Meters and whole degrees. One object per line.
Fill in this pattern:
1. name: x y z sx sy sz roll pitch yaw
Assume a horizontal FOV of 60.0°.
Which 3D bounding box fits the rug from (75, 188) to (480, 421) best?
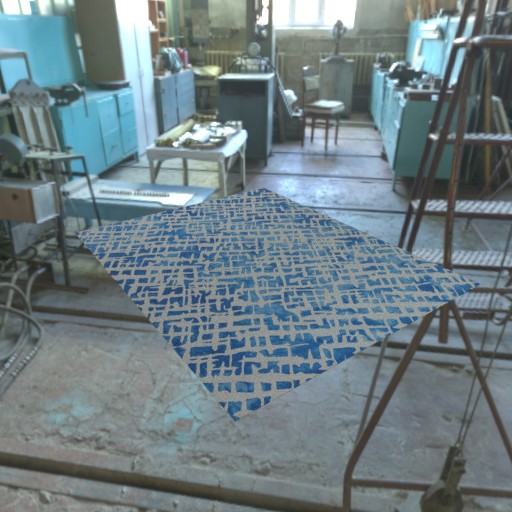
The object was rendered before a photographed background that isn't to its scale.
1. rug: 0.000 0.000 4.111 2.435 0.007 3.007 -18 33 -31
